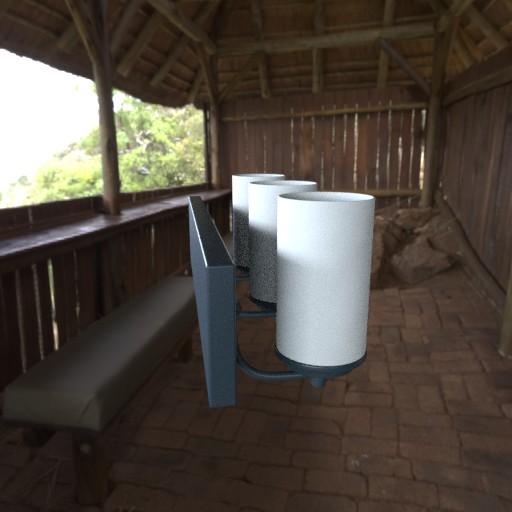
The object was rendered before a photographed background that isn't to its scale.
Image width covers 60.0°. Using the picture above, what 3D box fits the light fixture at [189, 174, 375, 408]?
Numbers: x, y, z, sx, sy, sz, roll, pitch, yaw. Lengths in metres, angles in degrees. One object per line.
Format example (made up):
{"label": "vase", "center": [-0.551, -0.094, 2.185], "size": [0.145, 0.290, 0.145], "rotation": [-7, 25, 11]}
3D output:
{"label": "light fixture", "center": [0.000, 0.000, 0.529], "size": [0.145, 0.172, 0.451], "rotation": [-2, 14, -10]}
